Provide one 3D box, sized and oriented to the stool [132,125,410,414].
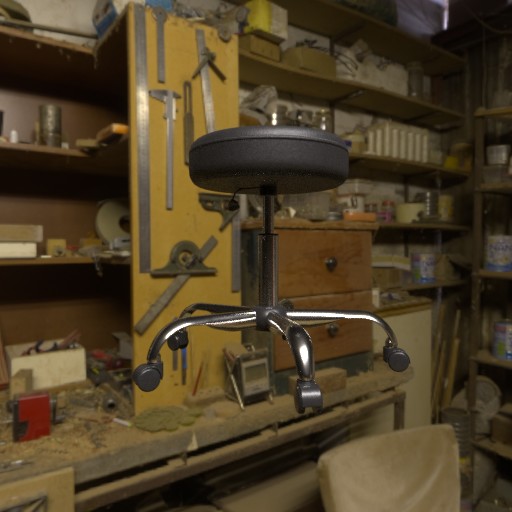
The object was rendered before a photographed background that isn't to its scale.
[{"bbox_3d":[0.000,0.000,1.127,0.638,0.576,0.673,-1,1,-35],"label":"stool"}]
